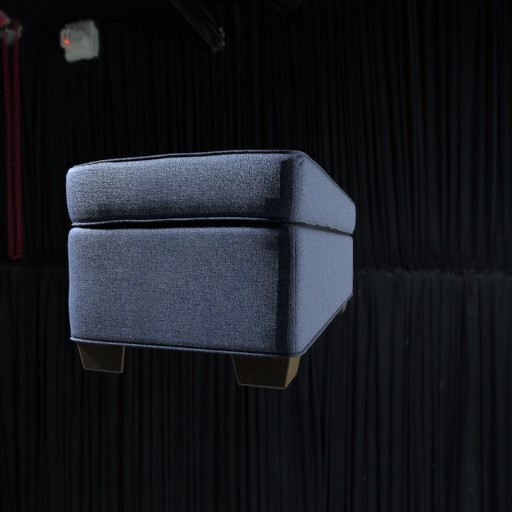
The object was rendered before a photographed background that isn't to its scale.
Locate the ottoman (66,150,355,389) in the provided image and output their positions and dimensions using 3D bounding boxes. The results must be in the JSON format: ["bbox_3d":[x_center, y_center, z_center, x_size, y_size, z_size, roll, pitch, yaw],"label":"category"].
[{"bbox_3d":[0.000,0.000,1.361,0.515,0.460,1.110,0,2,17],"label":"ottoman"}]
